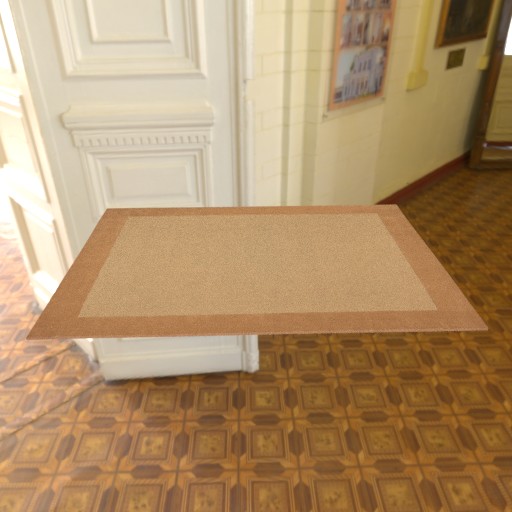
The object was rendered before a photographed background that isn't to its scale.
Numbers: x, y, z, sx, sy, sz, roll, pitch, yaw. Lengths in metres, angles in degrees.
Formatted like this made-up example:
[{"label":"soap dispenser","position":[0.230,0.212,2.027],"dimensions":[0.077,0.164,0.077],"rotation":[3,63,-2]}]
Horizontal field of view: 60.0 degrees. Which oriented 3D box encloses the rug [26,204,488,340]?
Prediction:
[{"label":"rug","position":[0.000,0.000,2.274],"dimensions":[1.829,0.014,1.219],"rotation":[-1,30,-2]}]
